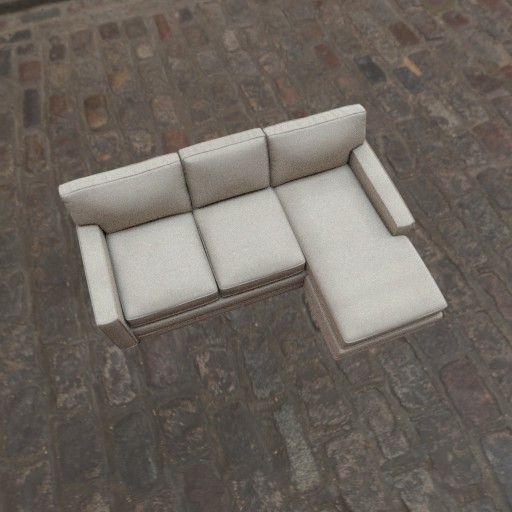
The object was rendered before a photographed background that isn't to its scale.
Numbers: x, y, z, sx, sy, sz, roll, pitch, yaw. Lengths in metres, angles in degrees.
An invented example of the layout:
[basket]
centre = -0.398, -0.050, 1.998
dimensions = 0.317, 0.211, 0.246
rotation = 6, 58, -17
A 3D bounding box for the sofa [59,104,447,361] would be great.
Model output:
[sofa]
centre = 0.000, 0.000, 2.895
dimensions = 2.087, 0.861, 1.496
rotation = -18, 64, -9
